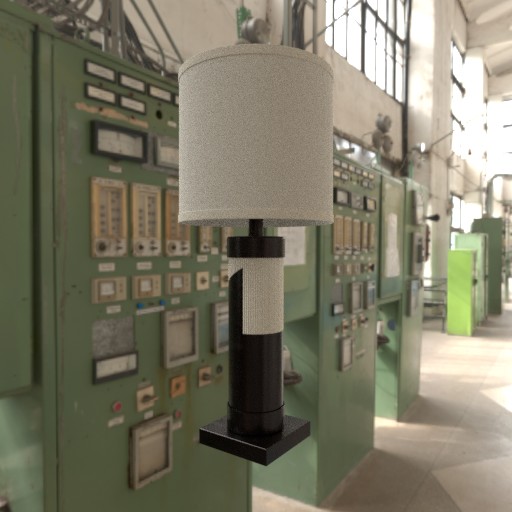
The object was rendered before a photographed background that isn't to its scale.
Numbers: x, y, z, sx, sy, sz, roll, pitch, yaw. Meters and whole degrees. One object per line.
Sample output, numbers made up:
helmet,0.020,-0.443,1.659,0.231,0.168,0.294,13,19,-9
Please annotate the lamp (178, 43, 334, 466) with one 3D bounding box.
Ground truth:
lamp,0.000,0.000,0.611,0.211,0.509,0.211,1,1,36
